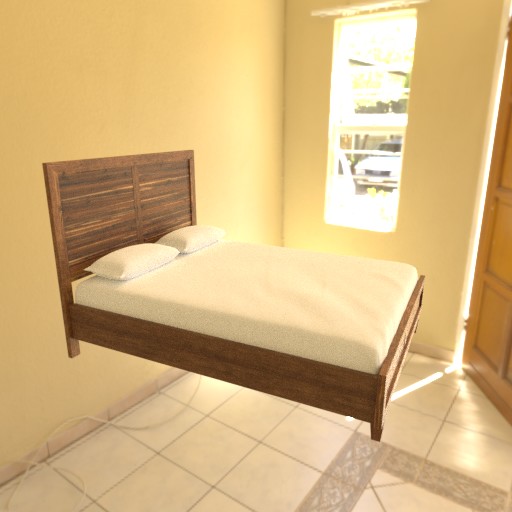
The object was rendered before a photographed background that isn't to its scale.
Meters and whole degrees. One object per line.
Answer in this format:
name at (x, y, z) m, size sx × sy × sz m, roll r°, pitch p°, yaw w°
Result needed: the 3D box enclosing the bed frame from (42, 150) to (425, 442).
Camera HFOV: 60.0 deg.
bed frame at (0.000, 0.000, 3.334) m, size 2.276 × 1.417 × 1.696 m, roll 8°, pitch 18°, yaw 25°
